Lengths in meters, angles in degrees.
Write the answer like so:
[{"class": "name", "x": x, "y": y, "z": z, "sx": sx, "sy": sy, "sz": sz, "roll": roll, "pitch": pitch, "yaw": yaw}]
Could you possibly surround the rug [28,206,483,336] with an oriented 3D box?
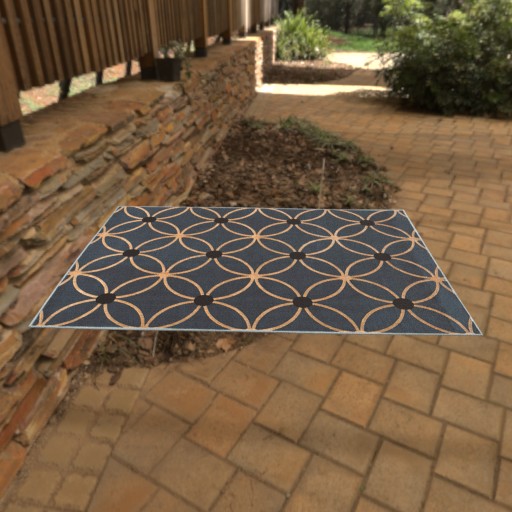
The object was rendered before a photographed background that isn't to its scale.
[{"class": "rug", "x": 0.000, "y": 0.000, "z": 2.866, "sx": 2.284, "sy": 0.008, "sz": 1.522, "roll": 1, "pitch": 30, "yaw": 1}]
